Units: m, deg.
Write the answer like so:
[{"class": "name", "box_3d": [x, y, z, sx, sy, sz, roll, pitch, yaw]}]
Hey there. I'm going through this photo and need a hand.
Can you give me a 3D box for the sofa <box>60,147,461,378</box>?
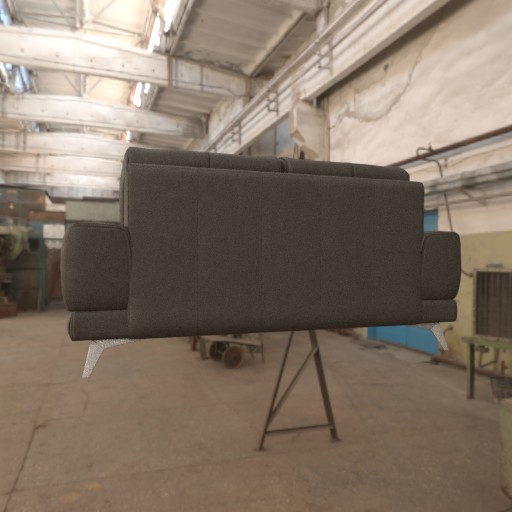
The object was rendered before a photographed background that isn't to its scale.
[{"class": "sofa", "box_3d": [0.000, 0.000, 2.323, 1.806, 0.907, 1.018, 0, -1, -18]}]
